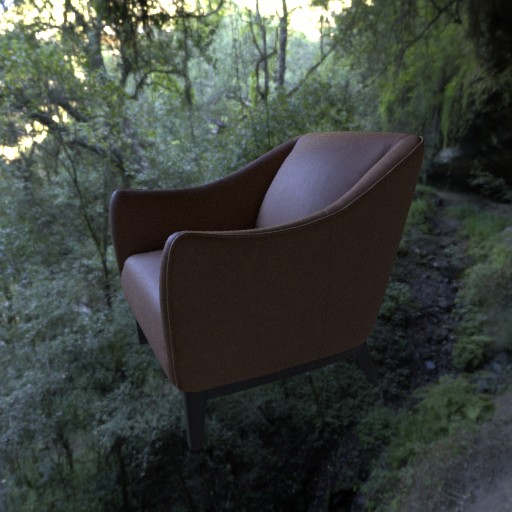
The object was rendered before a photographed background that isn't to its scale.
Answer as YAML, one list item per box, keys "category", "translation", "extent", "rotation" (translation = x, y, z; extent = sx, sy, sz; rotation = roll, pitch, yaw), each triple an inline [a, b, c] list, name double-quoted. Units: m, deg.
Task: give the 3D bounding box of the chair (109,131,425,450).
- category: "chair"
  translation: [0.000, 0.000, 1.536]
  extent: [0.852, 0.830, 0.871]
  rotation: [-8, 18, -25]
